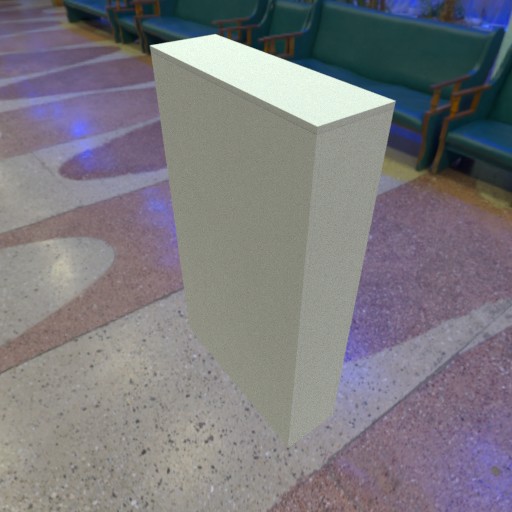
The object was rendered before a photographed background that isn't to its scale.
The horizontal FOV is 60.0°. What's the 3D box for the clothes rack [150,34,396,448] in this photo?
[{"bbox_3d":[0.000,0.000,1.576,0.250,1.280,0.750,-25,46,-27],"label":"clothes rack"}]
